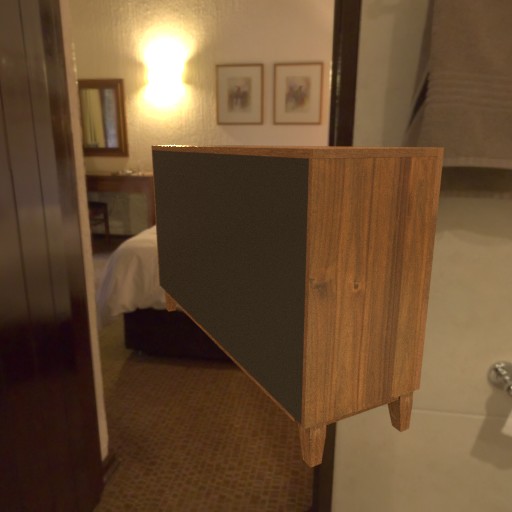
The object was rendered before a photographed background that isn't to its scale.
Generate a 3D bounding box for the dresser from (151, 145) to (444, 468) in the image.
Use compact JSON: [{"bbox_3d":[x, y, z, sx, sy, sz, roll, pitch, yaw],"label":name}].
[{"bbox_3d":[0.000,0.000,1.815,0.446,0.873,1.400,-7,16,-27],"label":"dresser"}]
